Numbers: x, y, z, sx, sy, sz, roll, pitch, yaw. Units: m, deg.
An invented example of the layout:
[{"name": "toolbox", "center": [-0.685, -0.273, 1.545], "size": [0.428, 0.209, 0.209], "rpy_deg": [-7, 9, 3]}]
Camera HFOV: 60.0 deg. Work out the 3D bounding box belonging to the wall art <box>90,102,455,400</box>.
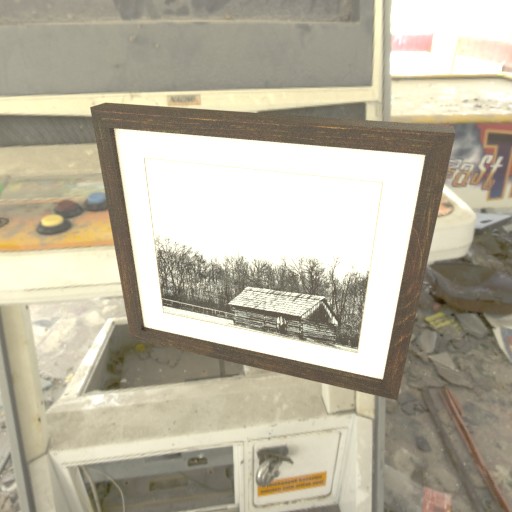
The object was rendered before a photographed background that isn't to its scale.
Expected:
[{"name": "wall art", "center": [0.000, 0.000, 0.537], "size": [0.381, 0.330, 0.031], "rpy_deg": [9, 31, 16]}]
